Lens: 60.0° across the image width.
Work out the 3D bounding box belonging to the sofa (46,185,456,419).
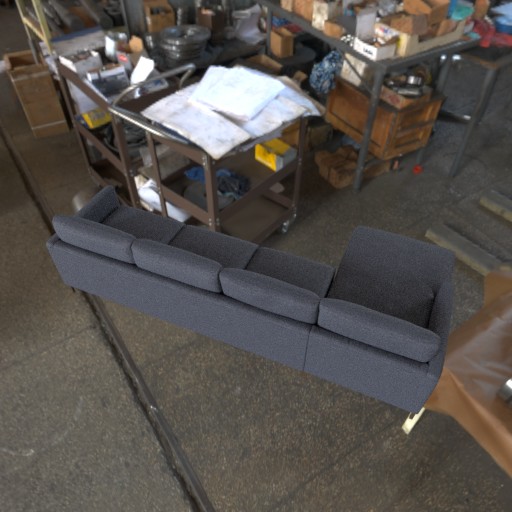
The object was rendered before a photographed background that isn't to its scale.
[{"bbox_3d":[0.000,0.000,2.924,2.445,0.673,1.125,17,49,15],"label":"sofa"}]
